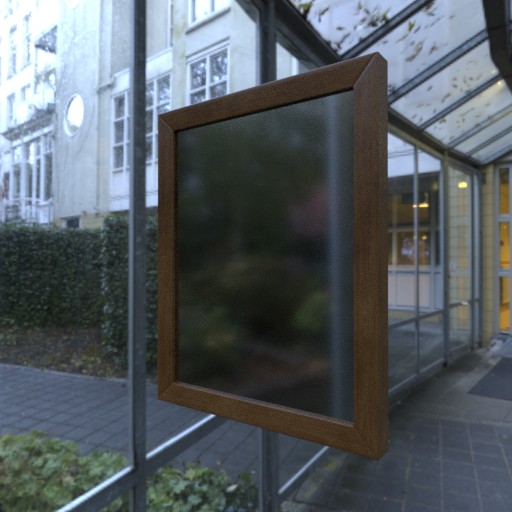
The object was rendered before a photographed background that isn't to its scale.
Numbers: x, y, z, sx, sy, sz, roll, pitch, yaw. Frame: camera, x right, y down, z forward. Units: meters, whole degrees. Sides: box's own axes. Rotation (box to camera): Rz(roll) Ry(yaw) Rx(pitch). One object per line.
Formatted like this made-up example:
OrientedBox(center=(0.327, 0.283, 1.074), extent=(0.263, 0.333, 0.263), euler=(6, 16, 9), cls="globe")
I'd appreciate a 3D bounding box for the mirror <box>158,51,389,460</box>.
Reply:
OrientedBox(center=(0.000, 0.000, 0.685), extent=(0.405, 0.508, 0.041), euler=(0, -1, 36), cls="mirror")
